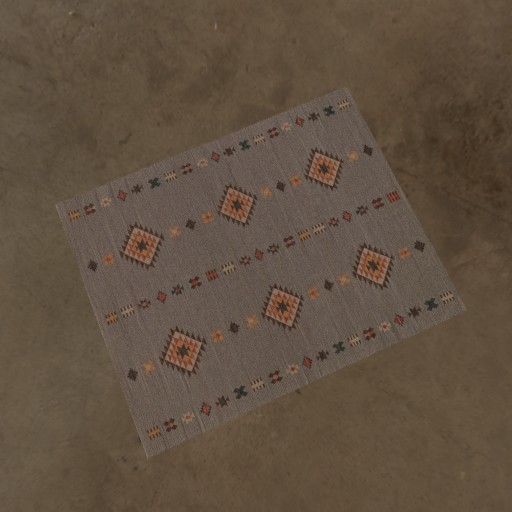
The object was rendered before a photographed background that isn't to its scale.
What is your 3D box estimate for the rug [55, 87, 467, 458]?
[{"bbox_3d":[0.000,0.000,4.044,3.035,0.008,2.425,-23,79,-5],"label":"rug"}]
